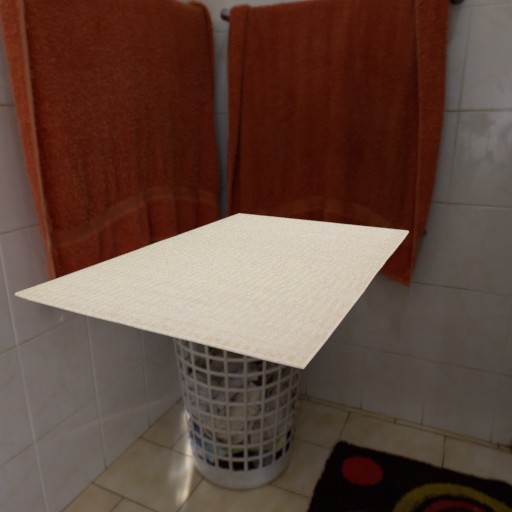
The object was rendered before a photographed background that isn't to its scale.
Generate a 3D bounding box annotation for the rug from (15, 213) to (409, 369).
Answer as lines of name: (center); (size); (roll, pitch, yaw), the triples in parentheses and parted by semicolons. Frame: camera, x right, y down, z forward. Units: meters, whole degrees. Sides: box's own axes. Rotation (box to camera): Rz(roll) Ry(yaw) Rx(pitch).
rug: (0.000, 0.000, 2.278); (1.238, 0.014, 1.848); (8, 19, 26)
